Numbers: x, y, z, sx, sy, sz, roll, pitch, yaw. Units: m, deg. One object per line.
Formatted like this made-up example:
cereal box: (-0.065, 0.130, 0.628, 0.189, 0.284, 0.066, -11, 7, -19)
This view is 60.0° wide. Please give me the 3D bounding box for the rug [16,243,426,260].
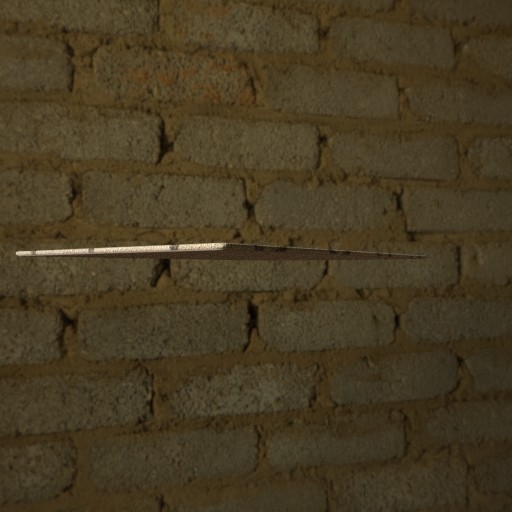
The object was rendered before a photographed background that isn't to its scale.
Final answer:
rug: (0.000, 0.000, 2.883, 1.501, 0.024, 2.348, -1, -2, 37)
